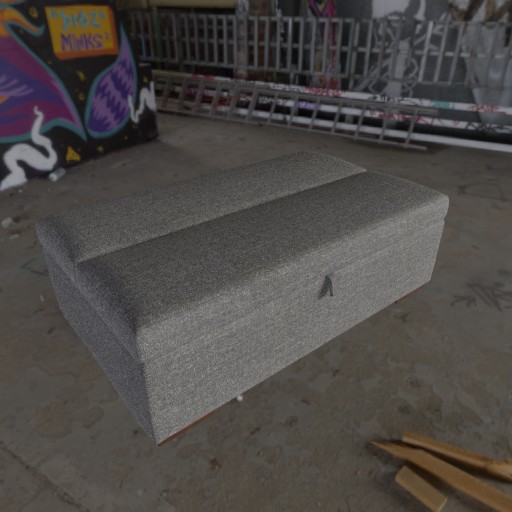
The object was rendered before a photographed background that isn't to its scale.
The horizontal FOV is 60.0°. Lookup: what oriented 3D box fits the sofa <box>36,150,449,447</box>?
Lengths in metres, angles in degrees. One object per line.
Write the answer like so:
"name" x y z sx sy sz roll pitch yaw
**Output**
"sofa" 0.000 0.000 1.570 1.198 0.417 0.782 -22 36 -33
